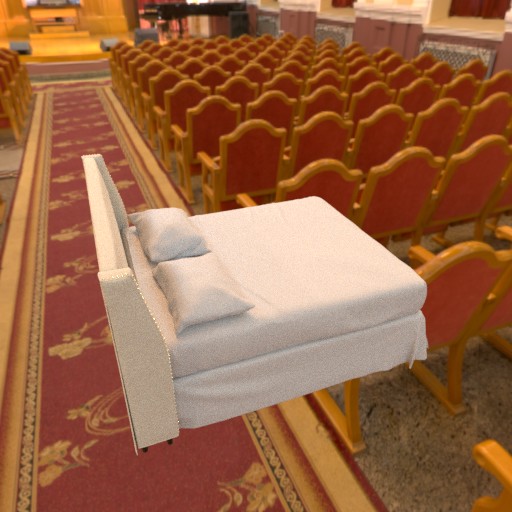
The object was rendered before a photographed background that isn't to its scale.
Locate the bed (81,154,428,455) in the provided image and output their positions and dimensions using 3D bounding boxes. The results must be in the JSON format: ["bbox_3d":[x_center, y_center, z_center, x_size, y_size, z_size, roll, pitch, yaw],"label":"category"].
[{"bbox_3d":[0.000,0.000,3.448,2.276,1.332,1.925,-11,33,-18],"label":"bed"}]
